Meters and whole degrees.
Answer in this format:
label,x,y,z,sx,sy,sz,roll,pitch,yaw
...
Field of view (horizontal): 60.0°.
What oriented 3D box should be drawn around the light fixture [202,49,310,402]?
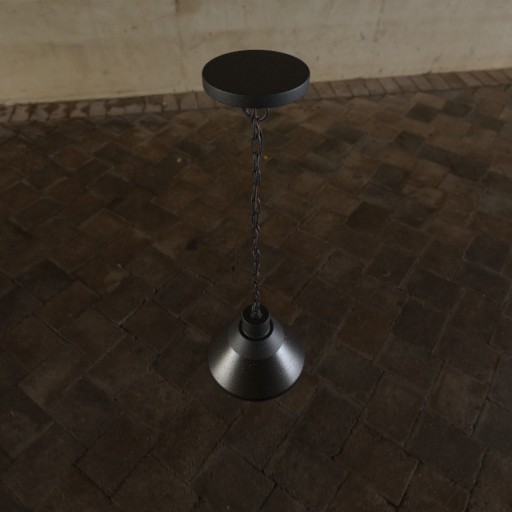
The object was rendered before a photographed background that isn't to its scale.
label,x,y,z,sx,sy,sz,roll,pitch,yaw
light fixture,0.000,0.000,0.701,0.201,0.588,0.201,17,48,16
